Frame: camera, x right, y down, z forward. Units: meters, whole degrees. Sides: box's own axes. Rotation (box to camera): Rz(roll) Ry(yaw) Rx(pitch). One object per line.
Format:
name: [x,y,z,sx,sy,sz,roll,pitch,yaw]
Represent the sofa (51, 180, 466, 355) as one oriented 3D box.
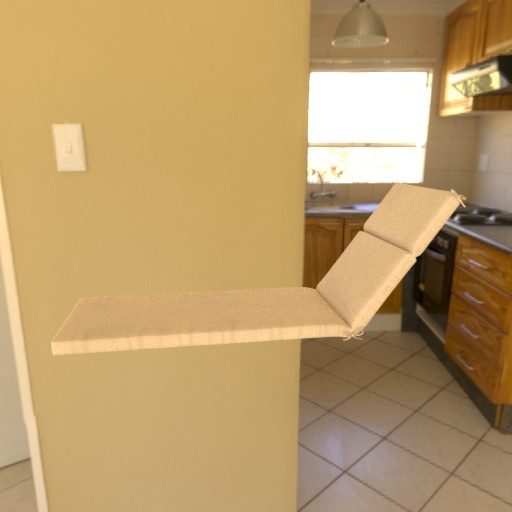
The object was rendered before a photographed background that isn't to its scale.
sofa: [0.000,0.000,1.984,1.663,0.622,0.582,-2,14,-9]
